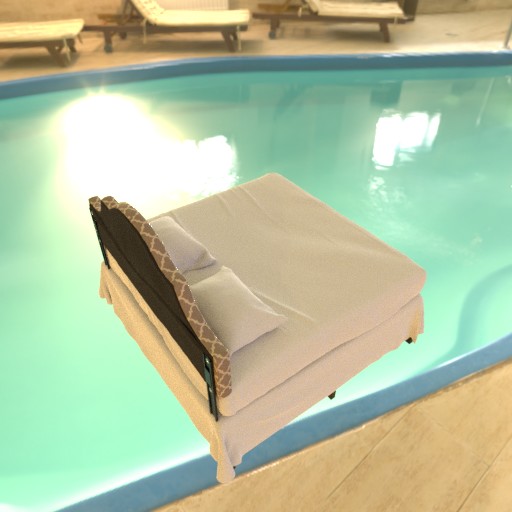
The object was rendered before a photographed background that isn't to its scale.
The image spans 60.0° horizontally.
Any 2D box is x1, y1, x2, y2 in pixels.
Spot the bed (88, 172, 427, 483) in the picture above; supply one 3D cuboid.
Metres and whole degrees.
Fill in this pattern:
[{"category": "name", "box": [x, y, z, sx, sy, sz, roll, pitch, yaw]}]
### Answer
[{"category": "bed", "box": [0.000, 0.000, 3.692, 2.222, 1.601, 2.314, -25, 46, -27]}]
